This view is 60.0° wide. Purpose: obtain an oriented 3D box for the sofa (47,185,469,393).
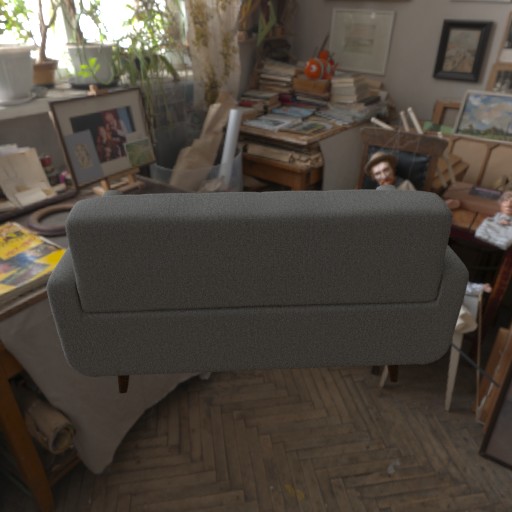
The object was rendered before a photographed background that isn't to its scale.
[{"bbox_3d":[0.000,0.000,2.189,1.651,0.925,0.952,-2,30,-3],"label":"sofa"}]
